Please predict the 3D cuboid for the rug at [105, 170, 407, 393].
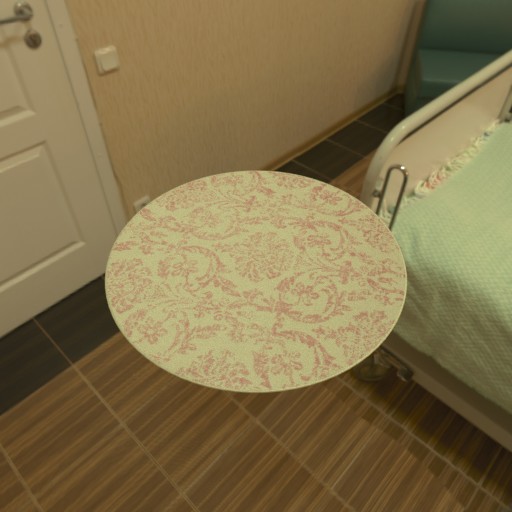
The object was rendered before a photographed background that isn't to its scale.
[{"bbox_3d":[0.000,0.000,2.401,1.593,0.012,1.593,0,46,0],"label":"rug"}]
